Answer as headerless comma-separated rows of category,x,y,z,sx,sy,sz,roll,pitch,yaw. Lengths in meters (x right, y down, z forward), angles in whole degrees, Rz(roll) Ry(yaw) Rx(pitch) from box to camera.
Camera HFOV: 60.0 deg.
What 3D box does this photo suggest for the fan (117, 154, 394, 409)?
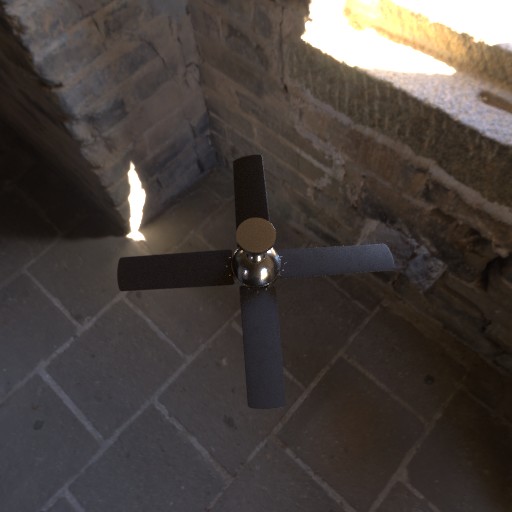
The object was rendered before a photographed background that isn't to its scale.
fan,0.000,0.000,2.057,1.332,0.403,1.332,-4,64,-2
